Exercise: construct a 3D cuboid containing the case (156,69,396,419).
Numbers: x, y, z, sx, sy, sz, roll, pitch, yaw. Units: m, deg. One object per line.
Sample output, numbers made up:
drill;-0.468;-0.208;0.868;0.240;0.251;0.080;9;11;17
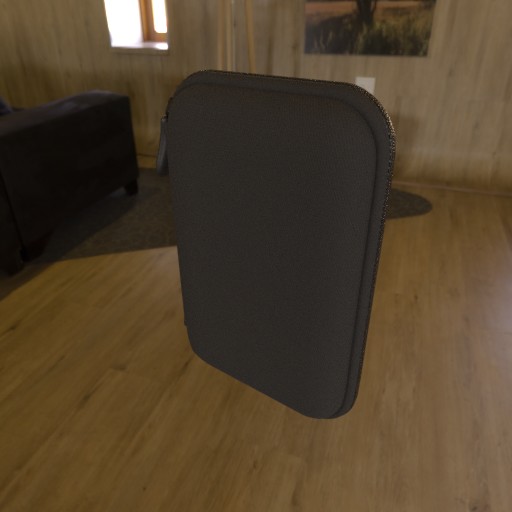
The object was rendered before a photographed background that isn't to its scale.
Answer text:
case;0.000;0.000;0.193;0.107;0.147;0.030;19;35;30
